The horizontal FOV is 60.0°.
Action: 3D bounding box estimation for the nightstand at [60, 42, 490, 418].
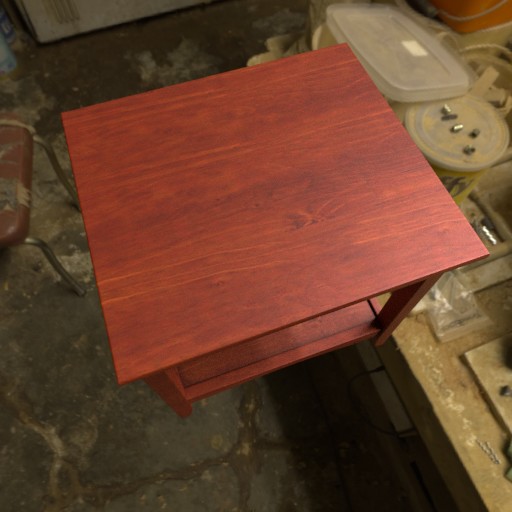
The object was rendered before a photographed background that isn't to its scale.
[{"bbox_3d":[0.000,0.000,0.967,0.558,0.558,0.501,-18,64,-9],"label":"nightstand"}]
